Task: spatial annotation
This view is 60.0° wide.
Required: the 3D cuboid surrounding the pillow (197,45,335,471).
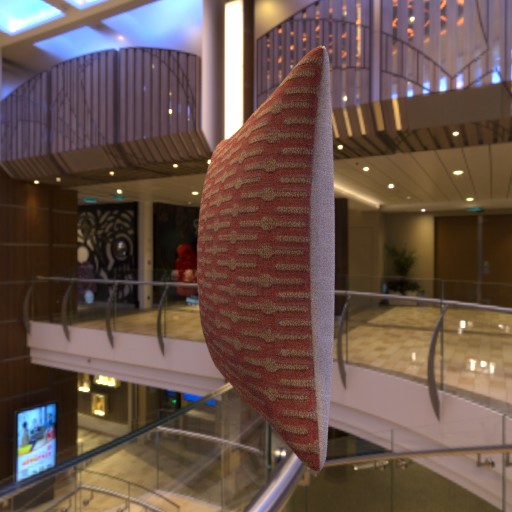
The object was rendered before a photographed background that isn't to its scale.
[{"bbox_3d":[0.000,0.000,0.759,0.182,0.503,0.511,0,0,-18],"label":"pillow"}]
